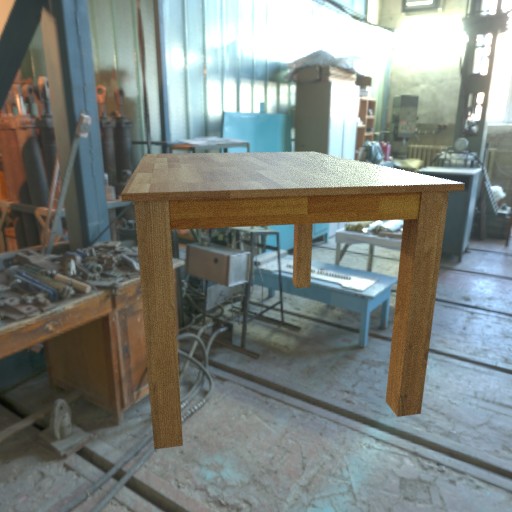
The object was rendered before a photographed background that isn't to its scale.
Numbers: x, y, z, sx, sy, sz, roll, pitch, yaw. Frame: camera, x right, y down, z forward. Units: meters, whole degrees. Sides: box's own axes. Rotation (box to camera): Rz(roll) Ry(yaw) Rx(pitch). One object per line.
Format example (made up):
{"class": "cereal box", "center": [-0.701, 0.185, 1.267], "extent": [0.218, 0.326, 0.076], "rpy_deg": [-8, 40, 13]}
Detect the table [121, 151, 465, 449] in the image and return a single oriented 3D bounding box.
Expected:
{"class": "table", "center": [0.000, 0.000, 1.840], "extent": [0.900, 0.750, 1.300], "rpy_deg": [-3, 17, -11]}
